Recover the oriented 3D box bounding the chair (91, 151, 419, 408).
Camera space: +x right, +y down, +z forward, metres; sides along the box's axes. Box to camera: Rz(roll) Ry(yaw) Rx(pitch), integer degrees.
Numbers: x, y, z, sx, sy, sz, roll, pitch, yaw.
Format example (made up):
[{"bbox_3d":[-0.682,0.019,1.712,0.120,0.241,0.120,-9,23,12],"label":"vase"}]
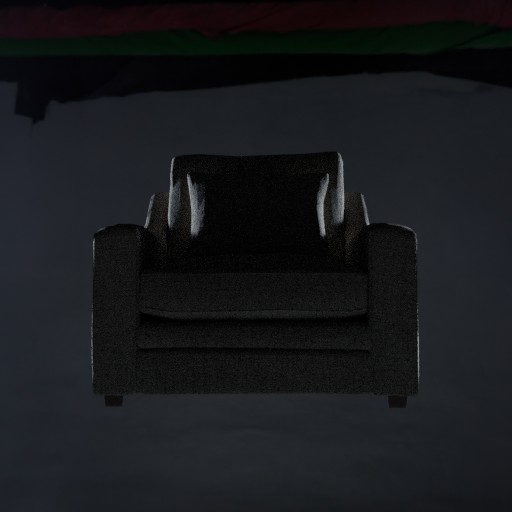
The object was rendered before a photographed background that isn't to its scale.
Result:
[{"bbox_3d":[0.000,0.000,1.983,1.138,1.037,1.009,0,1,1],"label":"chair"}]
